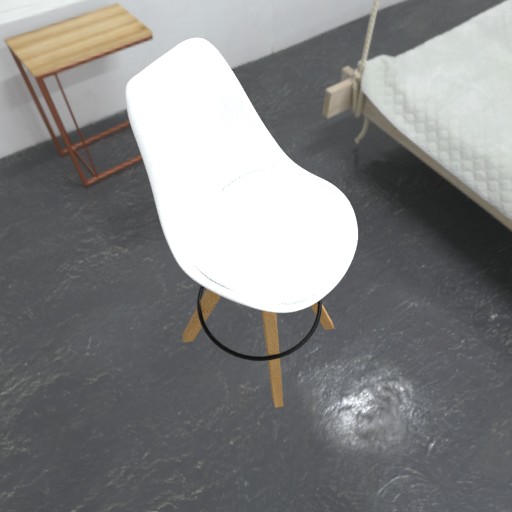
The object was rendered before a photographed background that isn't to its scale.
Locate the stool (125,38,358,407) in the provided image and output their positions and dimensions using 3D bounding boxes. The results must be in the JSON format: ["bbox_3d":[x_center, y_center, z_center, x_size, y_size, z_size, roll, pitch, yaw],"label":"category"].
[{"bbox_3d":[0.000,0.000,1.350,0.549,1.115,0.482,31,62,18],"label":"stool"}]
